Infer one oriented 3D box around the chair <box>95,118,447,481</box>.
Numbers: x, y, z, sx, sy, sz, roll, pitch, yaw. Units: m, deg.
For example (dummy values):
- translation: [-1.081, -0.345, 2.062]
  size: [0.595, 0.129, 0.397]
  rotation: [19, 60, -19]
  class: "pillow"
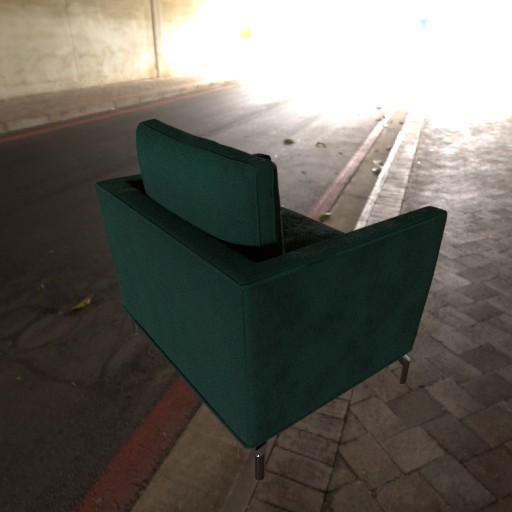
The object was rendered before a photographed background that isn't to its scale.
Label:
- translation: [0.000, 0.000, 1.732]
  size: [0.852, 0.997, 1.047]
  rotation: [-18, 32, -32]
  class: "chair"
